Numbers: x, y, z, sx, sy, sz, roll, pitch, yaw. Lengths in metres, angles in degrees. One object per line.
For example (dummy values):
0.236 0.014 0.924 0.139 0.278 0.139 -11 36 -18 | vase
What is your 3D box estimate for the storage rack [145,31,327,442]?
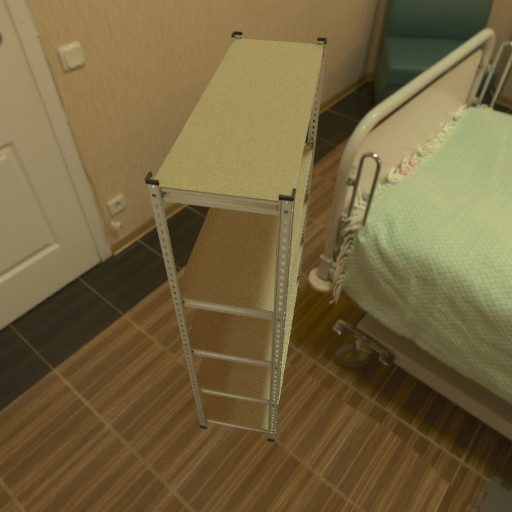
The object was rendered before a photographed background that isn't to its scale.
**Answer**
0.000 0.000 2.378 0.457 1.829 1.219 8 47 7 | storage rack
